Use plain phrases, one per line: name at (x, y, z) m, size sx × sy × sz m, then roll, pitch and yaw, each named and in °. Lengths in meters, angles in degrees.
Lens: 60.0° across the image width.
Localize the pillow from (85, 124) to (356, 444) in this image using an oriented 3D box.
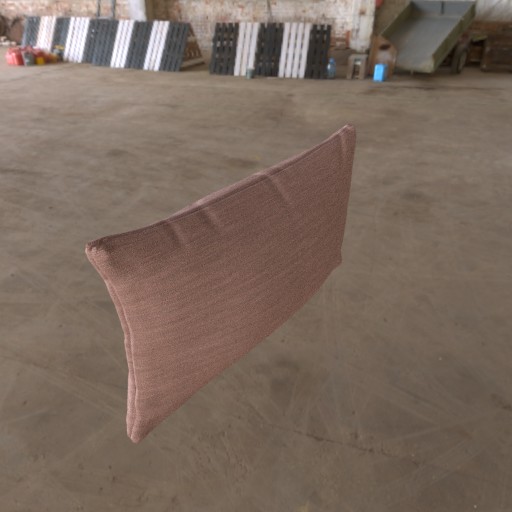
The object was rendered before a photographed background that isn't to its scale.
pillow at (0.000, 0.000, 0.788) m, size 0.210 × 0.338 × 0.633 m, roll 22°, pitch 38°, yaw 31°
